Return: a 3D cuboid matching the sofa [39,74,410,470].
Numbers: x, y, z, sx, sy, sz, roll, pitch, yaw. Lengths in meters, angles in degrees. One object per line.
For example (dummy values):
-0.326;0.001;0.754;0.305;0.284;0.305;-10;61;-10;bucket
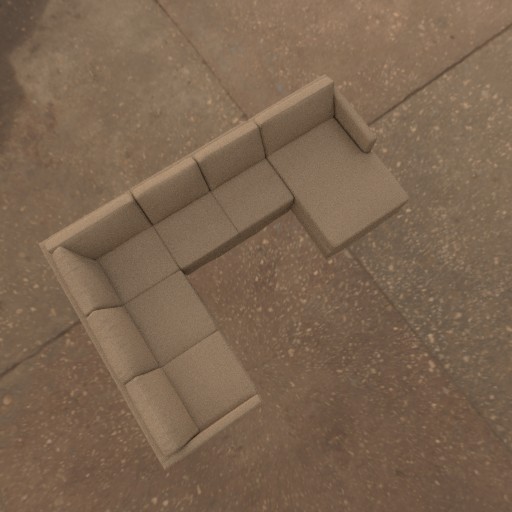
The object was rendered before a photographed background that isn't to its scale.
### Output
0.000;0.000;4.499;3.460;0.882;2.427;-33;78;-8;sofa
